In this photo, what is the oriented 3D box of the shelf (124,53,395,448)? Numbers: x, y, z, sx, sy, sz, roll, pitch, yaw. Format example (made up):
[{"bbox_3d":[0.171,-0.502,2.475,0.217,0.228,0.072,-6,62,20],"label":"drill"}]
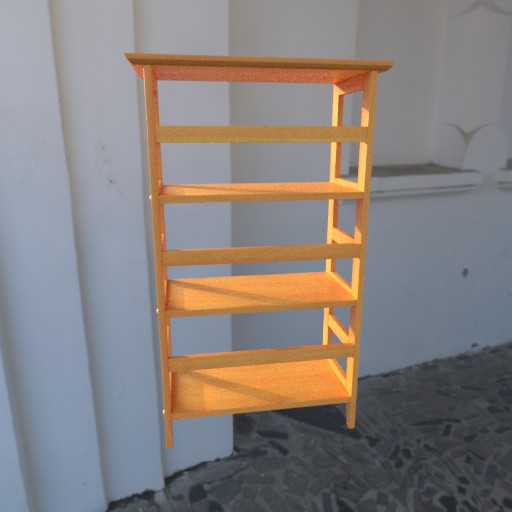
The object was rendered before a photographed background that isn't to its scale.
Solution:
[{"bbox_3d":[0.000,0.000,1.344,0.660,1.067,0.305,-2,15,-9],"label":"shelf"}]
